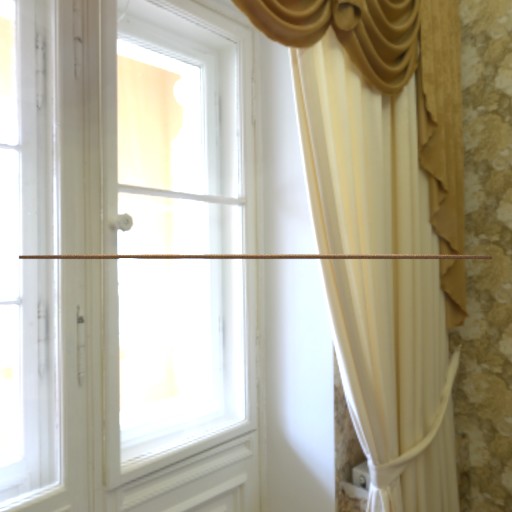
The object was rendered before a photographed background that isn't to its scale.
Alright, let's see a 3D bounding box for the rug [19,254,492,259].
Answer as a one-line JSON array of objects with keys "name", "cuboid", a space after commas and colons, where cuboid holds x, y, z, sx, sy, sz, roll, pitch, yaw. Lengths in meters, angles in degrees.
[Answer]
[{"name": "rug", "cuboid": [0.000, 0.000, 2.315, 1.829, 0.014, 1.219, 0, 0, 0]}]
